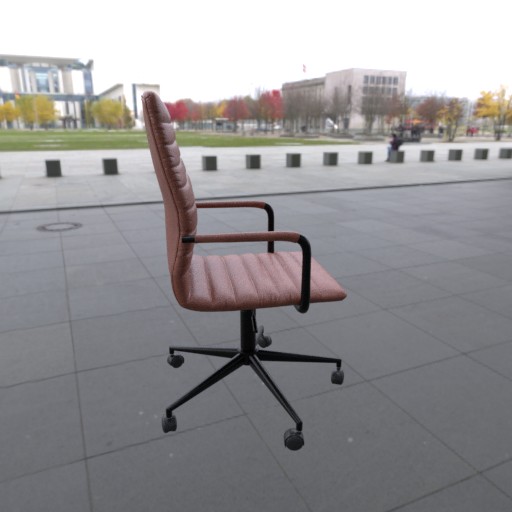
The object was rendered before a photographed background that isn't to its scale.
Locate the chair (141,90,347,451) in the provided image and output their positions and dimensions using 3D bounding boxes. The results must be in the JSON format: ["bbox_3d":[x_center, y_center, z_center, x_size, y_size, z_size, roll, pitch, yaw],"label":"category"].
[{"bbox_3d":[0.000,0.000,1.283,0.578,0.878,0.600,-3,17,-9],"label":"chair"}]
